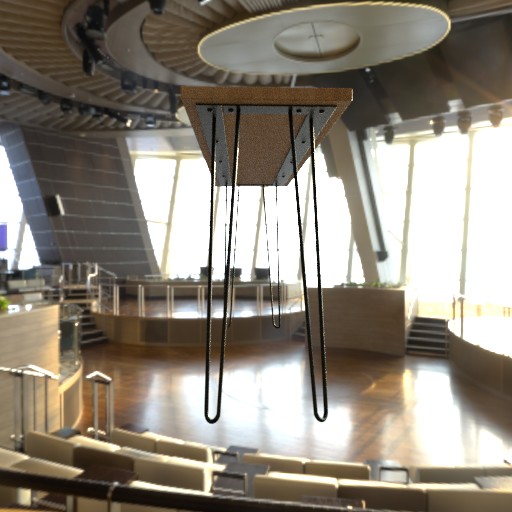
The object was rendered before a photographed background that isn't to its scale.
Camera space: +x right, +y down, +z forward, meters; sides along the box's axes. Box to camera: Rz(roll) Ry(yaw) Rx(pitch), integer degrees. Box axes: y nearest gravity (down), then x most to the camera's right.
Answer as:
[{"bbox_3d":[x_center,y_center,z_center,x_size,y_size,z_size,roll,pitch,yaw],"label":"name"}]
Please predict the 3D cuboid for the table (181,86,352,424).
[{"bbox_3d":[0.000,0.000,1.731,0.399,0.799,1.400,0,1,-2],"label":"table"}]
